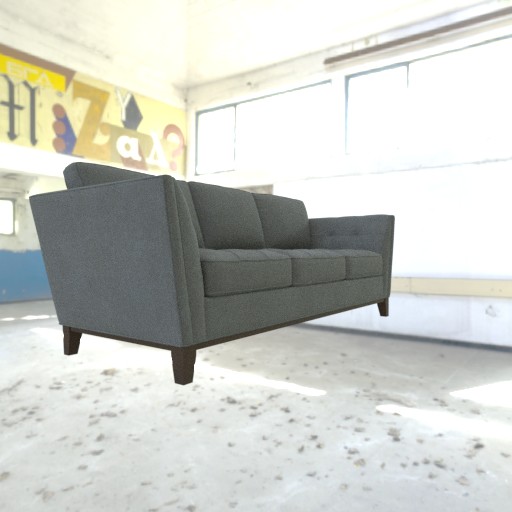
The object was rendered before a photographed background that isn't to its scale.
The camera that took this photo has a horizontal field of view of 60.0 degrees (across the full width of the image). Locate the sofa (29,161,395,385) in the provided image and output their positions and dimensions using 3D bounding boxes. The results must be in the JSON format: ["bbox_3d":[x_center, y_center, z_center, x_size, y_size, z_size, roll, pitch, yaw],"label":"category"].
[{"bbox_3d":[0.000,0.000,2.806,0.965,0.940,2.387,1,1,37],"label":"sofa"}]
